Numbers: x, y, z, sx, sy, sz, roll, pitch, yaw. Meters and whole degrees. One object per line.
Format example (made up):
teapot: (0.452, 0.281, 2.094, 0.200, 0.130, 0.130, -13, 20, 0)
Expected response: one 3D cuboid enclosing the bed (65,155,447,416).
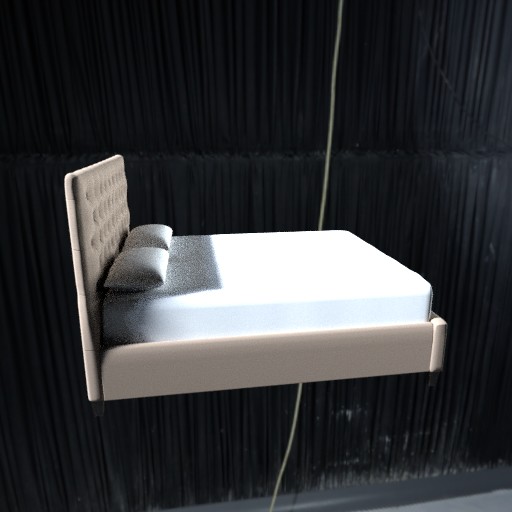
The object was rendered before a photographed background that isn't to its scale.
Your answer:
bed: (0.000, 0.000, 3.366, 2.233, 1.426, 1.696, -2, 16, -8)
